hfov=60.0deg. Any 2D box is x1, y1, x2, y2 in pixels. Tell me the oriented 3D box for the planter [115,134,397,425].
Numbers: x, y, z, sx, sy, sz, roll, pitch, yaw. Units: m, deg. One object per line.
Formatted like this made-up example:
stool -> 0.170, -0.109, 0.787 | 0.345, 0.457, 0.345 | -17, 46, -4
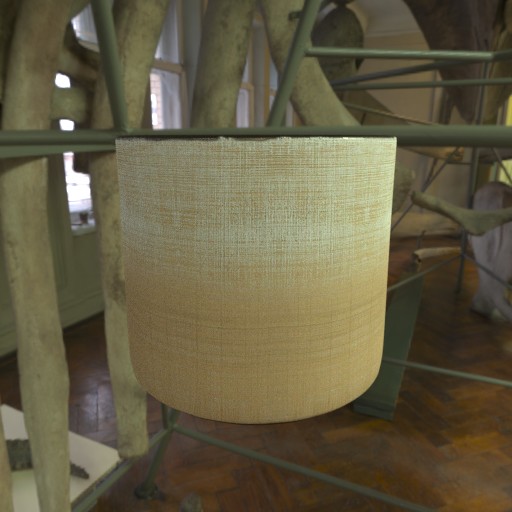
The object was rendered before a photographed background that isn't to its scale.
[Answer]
planter -> 0.000, 0.000, 0.382 | 0.221, 0.201, 0.221 | 0, 15, 0
